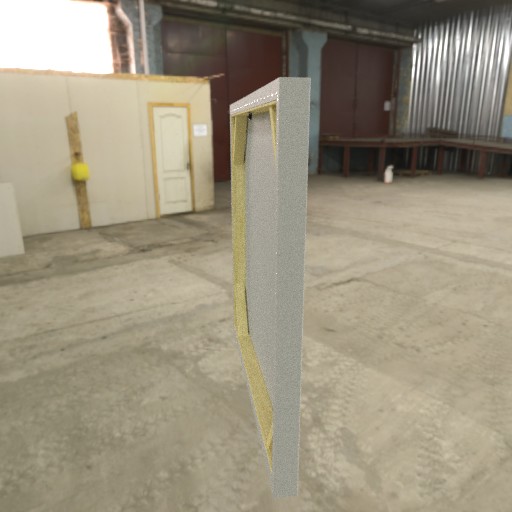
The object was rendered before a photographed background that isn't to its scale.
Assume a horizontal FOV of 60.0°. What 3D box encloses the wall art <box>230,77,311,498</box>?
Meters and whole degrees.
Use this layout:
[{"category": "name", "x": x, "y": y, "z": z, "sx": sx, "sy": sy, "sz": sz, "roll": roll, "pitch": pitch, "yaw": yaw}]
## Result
[{"category": "wall art", "x": 0.000, "y": 0.000, "z": 0.897, "sx": 0.038, "sy": 0.610, "sz": 0.610, "roll": -2, "pitch": 16, "yaw": -8}]
